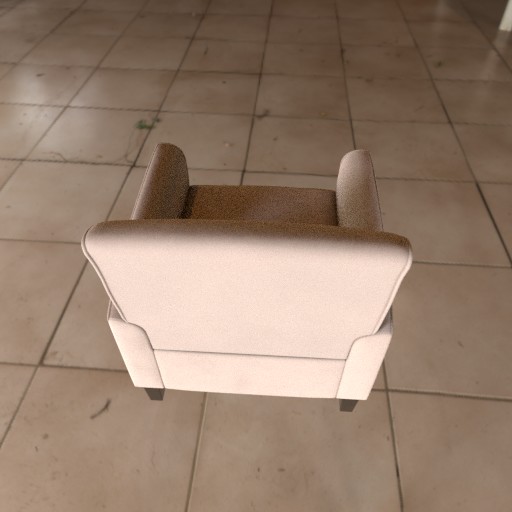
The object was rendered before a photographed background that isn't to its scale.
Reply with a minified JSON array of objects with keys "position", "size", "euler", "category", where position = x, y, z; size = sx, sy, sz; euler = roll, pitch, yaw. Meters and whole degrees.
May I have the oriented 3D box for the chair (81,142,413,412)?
[{"position":[0.000,0.000,1.546],"size":[0.820,0.915,0.820],"euler":[3,46,2],"category":"chair"}]
